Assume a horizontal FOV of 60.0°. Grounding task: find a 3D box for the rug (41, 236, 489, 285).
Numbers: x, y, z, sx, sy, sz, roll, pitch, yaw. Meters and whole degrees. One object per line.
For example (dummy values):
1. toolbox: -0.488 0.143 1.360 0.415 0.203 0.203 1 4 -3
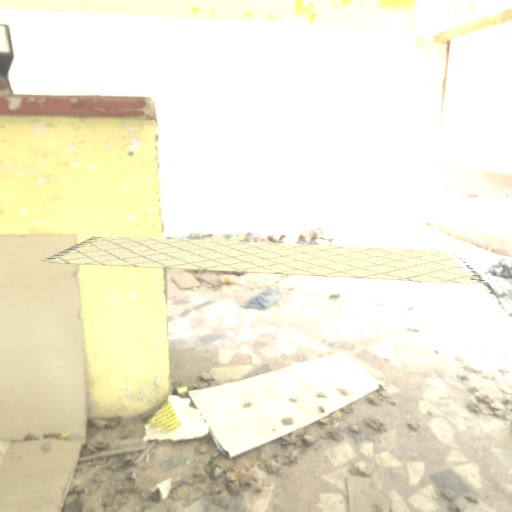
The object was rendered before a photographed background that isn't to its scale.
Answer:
1. rug: 0.000 0.000 2.588 2.372 0.008 0.620 3 17 9
